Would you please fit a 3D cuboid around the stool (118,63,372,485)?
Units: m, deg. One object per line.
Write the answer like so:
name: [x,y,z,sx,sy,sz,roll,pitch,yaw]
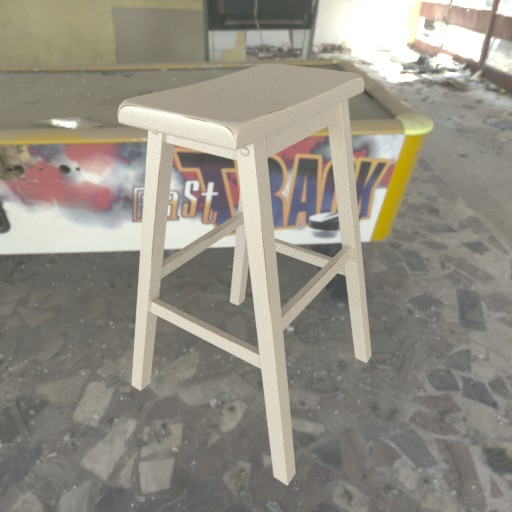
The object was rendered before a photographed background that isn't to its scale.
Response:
stool: [0.000,0.000,1.006,0.476,0.737,0.457,20,38,29]
